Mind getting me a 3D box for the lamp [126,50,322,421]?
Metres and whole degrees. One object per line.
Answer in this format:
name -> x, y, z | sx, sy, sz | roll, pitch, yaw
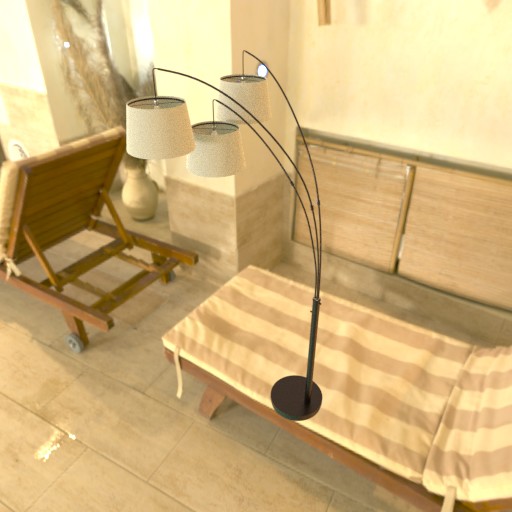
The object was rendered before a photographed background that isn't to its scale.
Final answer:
lamp -> 0.000, 0.000, 2.425 | 0.924, 1.950, 0.951 | 20, 37, 29
